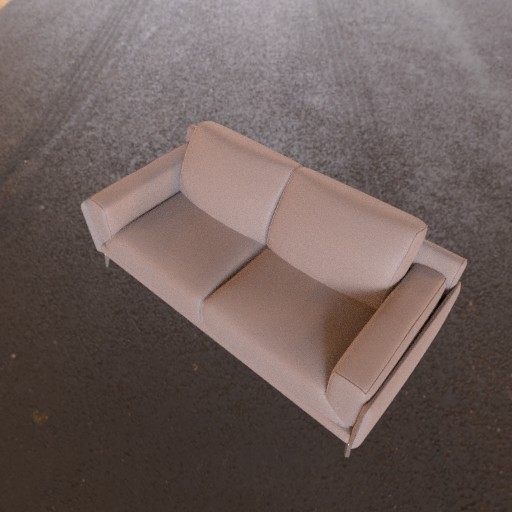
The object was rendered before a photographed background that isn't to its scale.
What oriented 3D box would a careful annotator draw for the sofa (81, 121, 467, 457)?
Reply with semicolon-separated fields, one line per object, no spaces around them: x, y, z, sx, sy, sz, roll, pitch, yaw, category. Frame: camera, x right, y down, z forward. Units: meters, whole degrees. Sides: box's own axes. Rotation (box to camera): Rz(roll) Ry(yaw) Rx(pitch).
0.000;0.000;2.630;2.101;0.930;1.049;32;55;26;sofa
